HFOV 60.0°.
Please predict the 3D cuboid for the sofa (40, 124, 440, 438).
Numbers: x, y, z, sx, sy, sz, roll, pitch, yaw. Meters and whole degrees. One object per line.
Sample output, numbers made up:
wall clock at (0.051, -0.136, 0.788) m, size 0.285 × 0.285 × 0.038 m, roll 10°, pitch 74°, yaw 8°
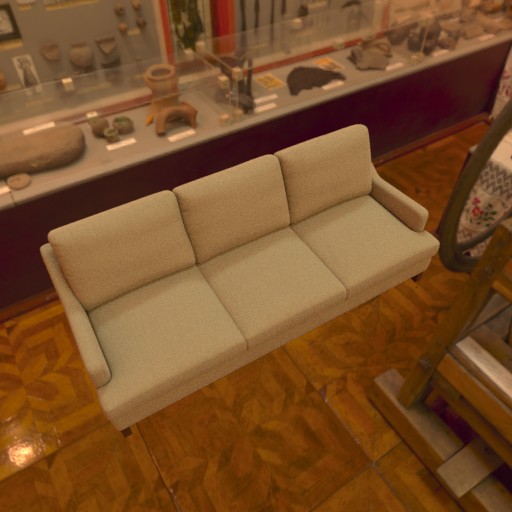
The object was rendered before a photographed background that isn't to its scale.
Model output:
sofa at (0.000, 0.000, 2.819) m, size 2.321 × 0.913 × 1.000 m, roll -23°, pitch 51°, yaw -20°
